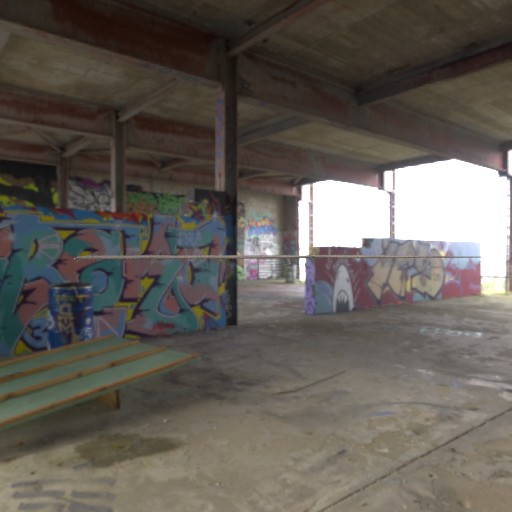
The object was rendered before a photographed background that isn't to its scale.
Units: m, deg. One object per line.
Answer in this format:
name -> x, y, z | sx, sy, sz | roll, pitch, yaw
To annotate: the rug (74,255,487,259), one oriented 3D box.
rug -> 0.000, 0.000, 4.171 | 3.061, 0.022, 2.468 | 0, 0, -19
